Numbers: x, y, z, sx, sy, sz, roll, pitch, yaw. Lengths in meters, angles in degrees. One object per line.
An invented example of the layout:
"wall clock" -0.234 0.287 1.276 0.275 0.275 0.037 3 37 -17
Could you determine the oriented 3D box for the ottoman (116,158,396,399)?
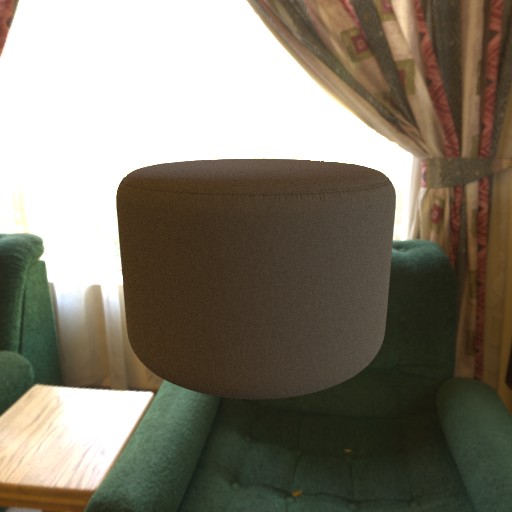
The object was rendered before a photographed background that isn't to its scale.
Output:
"ottoman" 0.000 0.000 1.042 0.608 0.433 0.608 0 16 0
